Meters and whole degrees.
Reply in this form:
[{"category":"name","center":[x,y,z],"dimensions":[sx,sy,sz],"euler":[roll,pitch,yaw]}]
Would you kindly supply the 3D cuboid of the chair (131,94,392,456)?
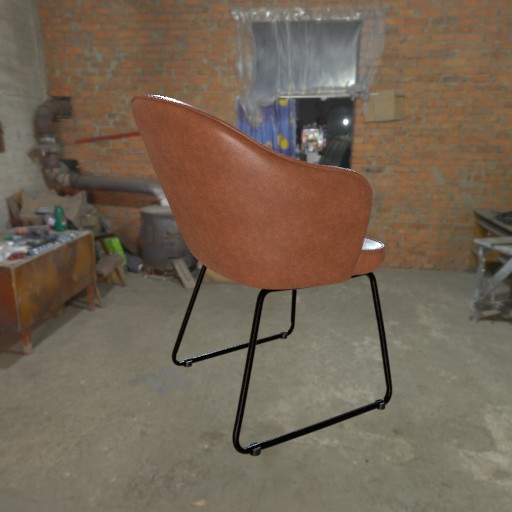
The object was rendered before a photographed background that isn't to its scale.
[{"category":"chair","center":[0.000,0.000,1.177],"dimensions":[0.580,0.785,0.582],"euler":[-8,17,-28]}]
